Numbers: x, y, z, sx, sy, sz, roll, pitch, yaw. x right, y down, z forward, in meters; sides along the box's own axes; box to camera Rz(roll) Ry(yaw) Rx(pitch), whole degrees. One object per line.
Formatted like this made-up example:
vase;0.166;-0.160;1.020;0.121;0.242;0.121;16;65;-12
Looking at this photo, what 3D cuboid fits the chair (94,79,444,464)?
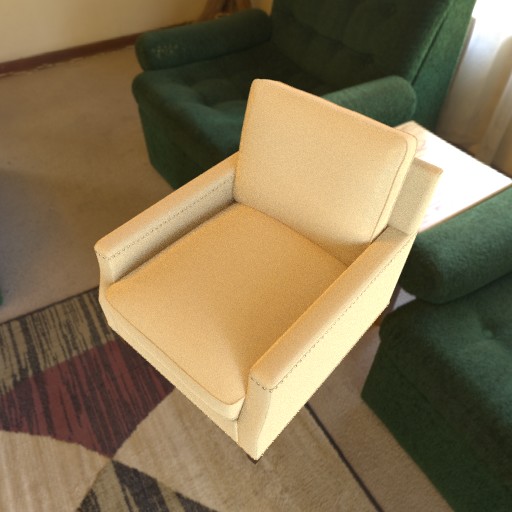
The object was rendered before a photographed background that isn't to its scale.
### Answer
chair;0.000;0.000;1.691;0.853;0.943;1.014;33;55;27
